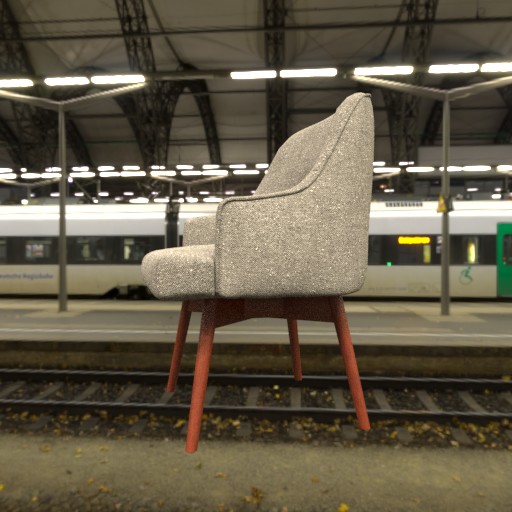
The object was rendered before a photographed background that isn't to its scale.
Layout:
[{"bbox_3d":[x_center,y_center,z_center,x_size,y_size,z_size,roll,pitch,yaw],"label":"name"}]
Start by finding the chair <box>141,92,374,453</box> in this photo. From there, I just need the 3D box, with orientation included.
[{"bbox_3d":[0.000,0.000,1.274,0.629,0.875,0.608,0,0,-17],"label":"chair"}]
